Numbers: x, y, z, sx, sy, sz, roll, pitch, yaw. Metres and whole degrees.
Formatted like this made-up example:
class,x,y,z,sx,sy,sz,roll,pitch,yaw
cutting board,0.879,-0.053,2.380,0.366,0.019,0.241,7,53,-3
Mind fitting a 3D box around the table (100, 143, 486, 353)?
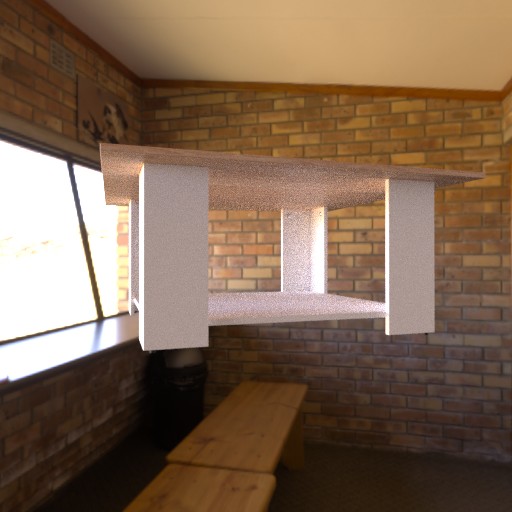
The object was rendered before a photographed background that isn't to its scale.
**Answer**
class,x,y,z,sx,sy,sz,roll,pitch,yaw
table,0.000,0.000,1.028,0.670,0.305,0.670,0,0,-18
